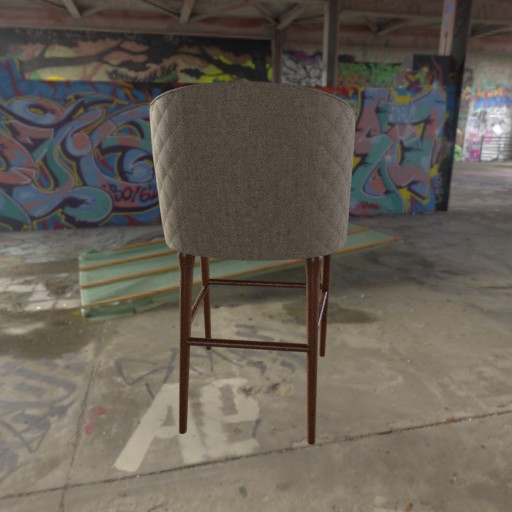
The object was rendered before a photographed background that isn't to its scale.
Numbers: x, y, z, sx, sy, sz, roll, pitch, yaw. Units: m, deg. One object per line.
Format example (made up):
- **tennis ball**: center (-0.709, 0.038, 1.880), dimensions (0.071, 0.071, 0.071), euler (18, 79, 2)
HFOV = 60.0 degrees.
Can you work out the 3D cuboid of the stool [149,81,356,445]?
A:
- **stool**: center (0.000, 0.000, 1.373), dimensions (0.559, 0.952, 0.635), euler (2, 16, 7)
